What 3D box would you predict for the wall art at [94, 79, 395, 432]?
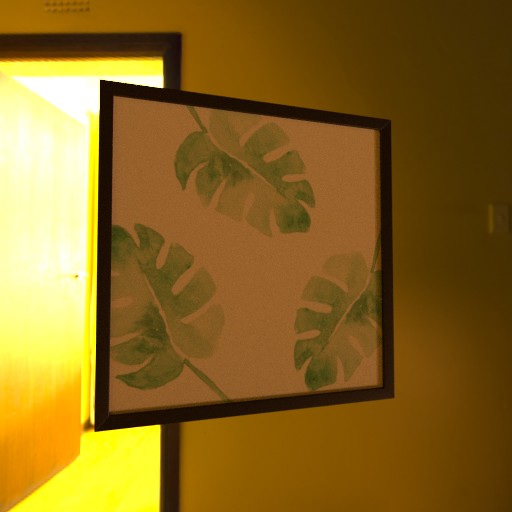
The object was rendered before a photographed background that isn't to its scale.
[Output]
[{"bbox_3d":[0.000,0.000,0.450,0.304,0.304,0.038,1,-3,-20],"label":"wall art"}]
